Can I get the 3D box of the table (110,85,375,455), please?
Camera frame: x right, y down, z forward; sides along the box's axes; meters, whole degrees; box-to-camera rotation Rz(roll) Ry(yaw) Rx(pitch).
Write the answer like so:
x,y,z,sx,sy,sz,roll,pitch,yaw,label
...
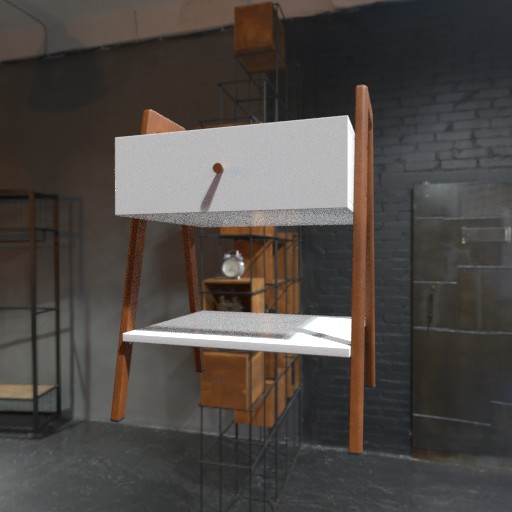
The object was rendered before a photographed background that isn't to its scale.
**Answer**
x,y,z,sx,sy,sz,roll,pitch,yaw,label
0.000,0.000,0.915,0.457,0.610,0.405,0,0,18,table
